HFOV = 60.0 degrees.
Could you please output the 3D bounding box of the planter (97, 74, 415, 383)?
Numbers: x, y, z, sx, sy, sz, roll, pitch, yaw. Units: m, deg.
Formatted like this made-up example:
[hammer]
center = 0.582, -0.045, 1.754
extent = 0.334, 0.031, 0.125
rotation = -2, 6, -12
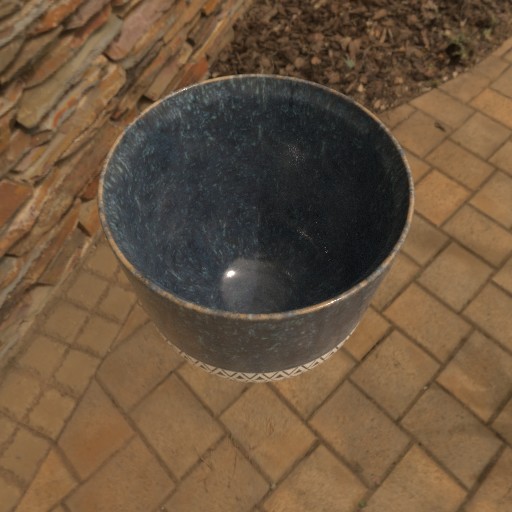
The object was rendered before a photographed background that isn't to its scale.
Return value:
[planter]
center = 0.000, 0.000, 0.491
extent = 0.266, 0.270, 0.266
rotation = 0, 59, 0
